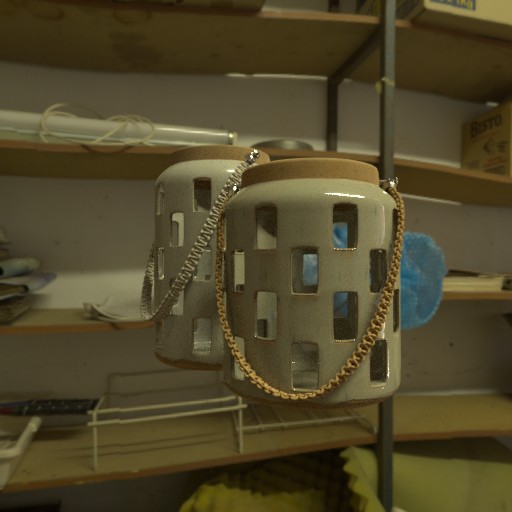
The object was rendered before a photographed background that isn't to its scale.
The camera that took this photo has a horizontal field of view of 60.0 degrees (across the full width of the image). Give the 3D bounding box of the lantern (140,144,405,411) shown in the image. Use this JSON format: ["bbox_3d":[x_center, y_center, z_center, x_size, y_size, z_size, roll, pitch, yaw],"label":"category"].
[{"bbox_3d":[0.000,0.000,0.489,0.184,0.255,0.347,1,-1,-36],"label":"lantern"}]
